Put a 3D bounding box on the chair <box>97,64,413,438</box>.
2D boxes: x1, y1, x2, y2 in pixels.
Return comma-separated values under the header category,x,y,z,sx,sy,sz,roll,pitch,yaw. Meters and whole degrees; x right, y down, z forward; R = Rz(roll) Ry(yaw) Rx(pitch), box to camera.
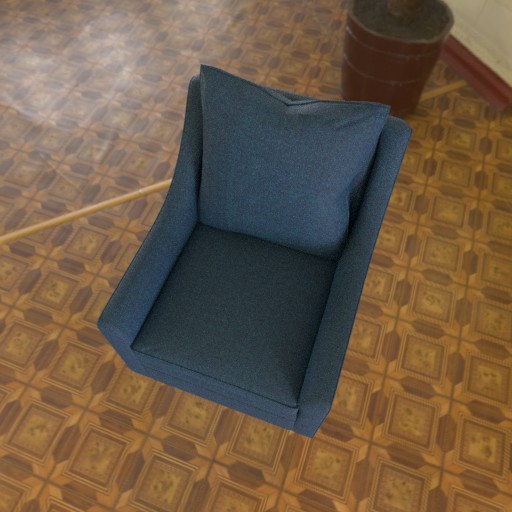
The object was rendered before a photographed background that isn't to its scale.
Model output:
category,x,y,z,sx,sy,sz,roll,pitch,yaw
chair,0.000,0.000,1.541,0.750,0.939,0.870,17,60,10
